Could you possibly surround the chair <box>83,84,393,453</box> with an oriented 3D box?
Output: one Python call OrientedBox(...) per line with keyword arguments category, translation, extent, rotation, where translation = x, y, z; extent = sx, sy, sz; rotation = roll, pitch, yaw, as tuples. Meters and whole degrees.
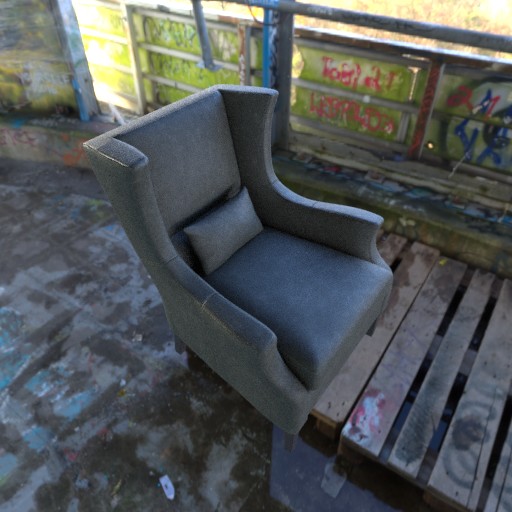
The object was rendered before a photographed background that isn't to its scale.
OrientedBox(category="chair", translation=(0.000, 0.000, 1.741), extent=(0.926, 1.016, 0.853), rotation=(26, 47, 27))
